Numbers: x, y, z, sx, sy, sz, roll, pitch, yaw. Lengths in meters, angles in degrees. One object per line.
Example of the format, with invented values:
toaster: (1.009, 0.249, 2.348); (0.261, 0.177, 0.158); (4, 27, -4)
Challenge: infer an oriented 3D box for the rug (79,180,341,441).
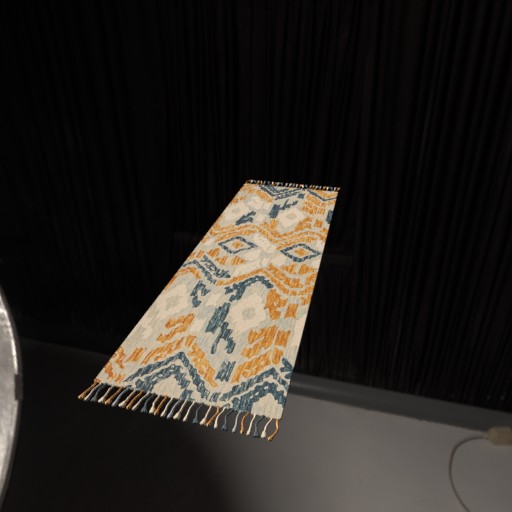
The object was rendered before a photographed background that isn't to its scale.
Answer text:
rug: (0.000, 0.000, 2.621); (0.783, 0.010, 2.437); (7, 31, 12)
